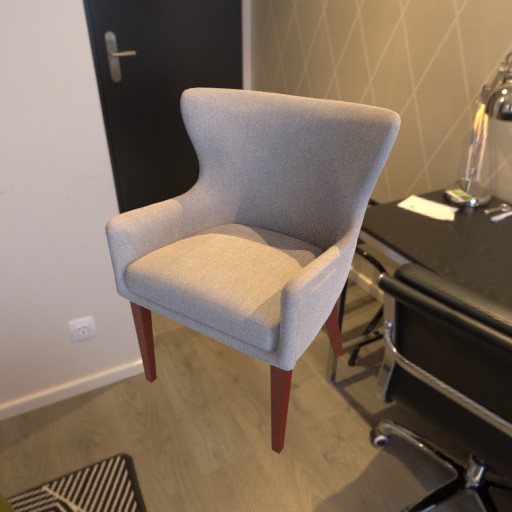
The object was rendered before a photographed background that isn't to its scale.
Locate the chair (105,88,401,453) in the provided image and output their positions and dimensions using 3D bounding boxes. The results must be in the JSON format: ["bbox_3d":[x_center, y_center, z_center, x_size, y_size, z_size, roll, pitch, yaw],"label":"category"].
[{"bbox_3d":[0.000,0.000,1.459,0.732,0.948,0.677,18,35,28],"label":"chair"}]
